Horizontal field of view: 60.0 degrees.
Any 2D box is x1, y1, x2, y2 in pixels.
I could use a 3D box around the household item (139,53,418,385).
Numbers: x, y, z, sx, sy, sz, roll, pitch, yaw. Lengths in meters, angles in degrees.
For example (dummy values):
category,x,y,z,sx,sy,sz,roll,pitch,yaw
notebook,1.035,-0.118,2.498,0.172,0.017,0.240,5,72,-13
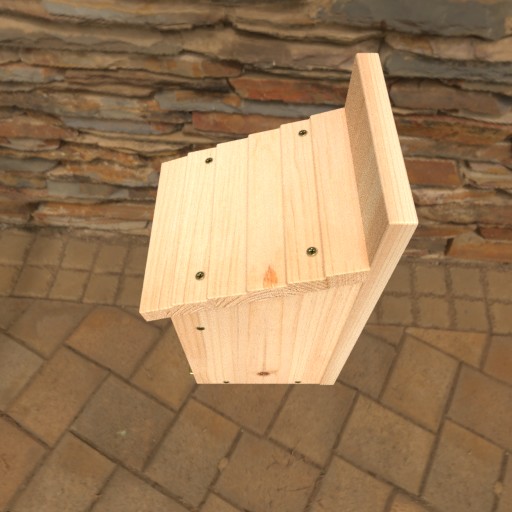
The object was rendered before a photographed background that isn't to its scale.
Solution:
category,x,y,z,sx,sy,sz,roll,pitch,yaw
household item,0.000,0.000,0.396,0.171,0.300,0.149,0,58,0
